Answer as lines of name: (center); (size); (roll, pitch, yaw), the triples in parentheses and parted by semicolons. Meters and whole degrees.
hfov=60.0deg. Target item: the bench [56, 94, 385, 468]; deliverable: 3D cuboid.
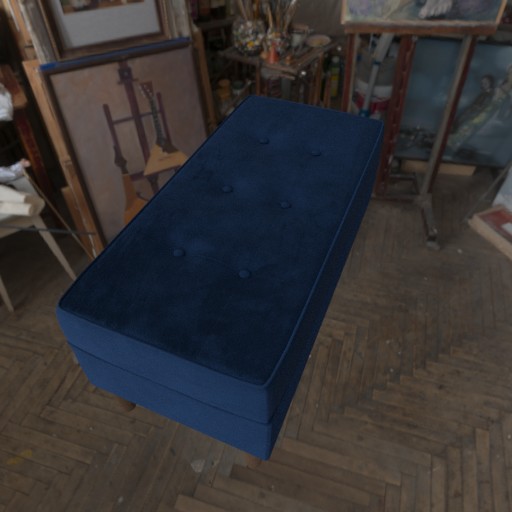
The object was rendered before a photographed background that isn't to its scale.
bench: (0.000, 0.000, 1.295); (0.489, 0.467, 1.010); (17, 49, 16)
